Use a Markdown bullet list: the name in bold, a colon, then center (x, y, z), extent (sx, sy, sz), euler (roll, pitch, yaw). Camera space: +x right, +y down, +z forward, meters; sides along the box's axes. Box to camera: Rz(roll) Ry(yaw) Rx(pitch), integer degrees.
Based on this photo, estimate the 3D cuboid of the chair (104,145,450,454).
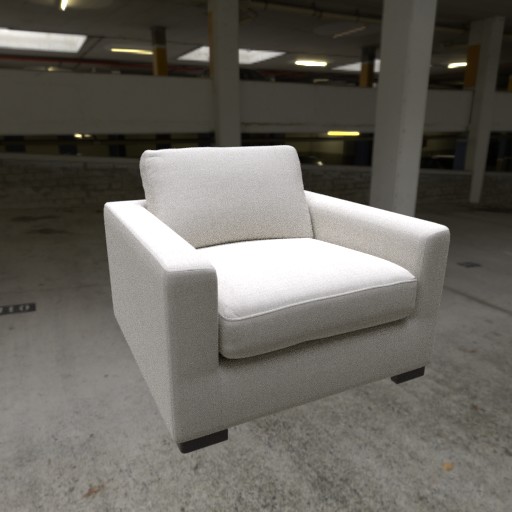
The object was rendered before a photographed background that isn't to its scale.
- **chair**: center (0.000, 0.000, 1.888), extent (1.070, 0.876, 1.100), euler (-8, 18, -25)
